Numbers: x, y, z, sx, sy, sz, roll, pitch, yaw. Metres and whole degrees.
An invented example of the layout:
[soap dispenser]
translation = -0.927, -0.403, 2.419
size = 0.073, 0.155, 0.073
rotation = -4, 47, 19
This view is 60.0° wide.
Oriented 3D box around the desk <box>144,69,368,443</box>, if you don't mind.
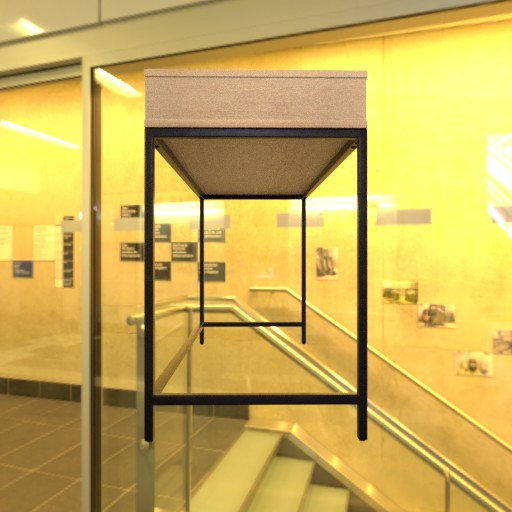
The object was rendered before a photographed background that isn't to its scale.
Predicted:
[desk]
translation = 0.000, 0.000, 1.413
size = 0.470, 0.762, 1.016
rotation = 0, 0, -1
